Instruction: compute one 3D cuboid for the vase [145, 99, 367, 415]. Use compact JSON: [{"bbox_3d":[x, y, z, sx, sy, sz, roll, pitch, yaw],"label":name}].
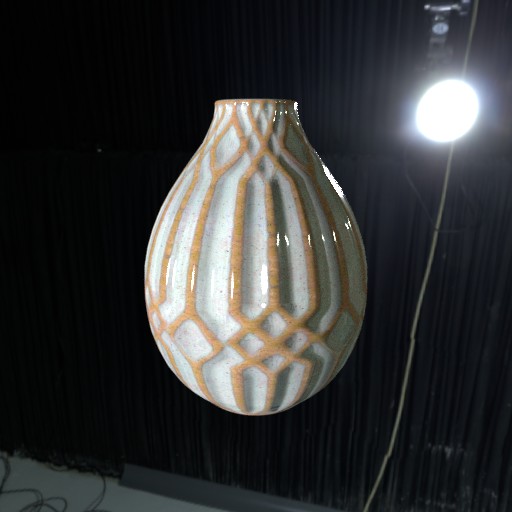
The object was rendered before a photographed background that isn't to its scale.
[{"bbox_3d":[0.000,0.000,0.264,0.131,0.175,0.131,0,17,0],"label":"vase"}]
